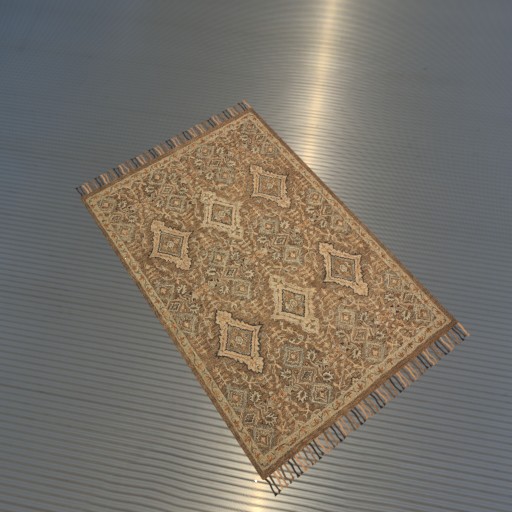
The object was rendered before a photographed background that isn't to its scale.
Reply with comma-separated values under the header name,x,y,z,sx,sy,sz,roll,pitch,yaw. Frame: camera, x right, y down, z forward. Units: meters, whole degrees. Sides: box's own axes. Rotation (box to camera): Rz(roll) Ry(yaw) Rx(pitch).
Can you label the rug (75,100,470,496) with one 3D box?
name,x,y,z,sx,sy,sz,roll,pitch,yaw
rug,0.000,0.000,2.984,1.516,0.010,2.434,-33,68,-15
